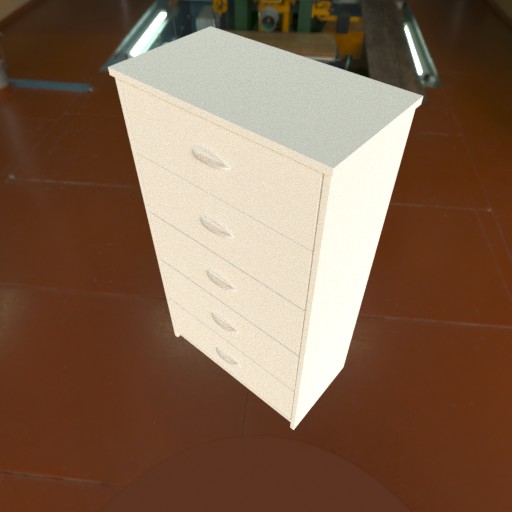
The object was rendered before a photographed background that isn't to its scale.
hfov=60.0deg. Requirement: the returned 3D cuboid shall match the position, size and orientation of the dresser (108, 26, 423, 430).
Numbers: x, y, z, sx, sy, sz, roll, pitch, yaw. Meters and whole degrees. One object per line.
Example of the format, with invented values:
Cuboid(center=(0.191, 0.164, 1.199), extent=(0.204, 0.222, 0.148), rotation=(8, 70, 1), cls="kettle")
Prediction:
Cuboid(center=(0.000, 0.000, 1.556), extent=(0.704, 1.255, 0.399), rotation=(31, 54, 27), cls="dresser")
